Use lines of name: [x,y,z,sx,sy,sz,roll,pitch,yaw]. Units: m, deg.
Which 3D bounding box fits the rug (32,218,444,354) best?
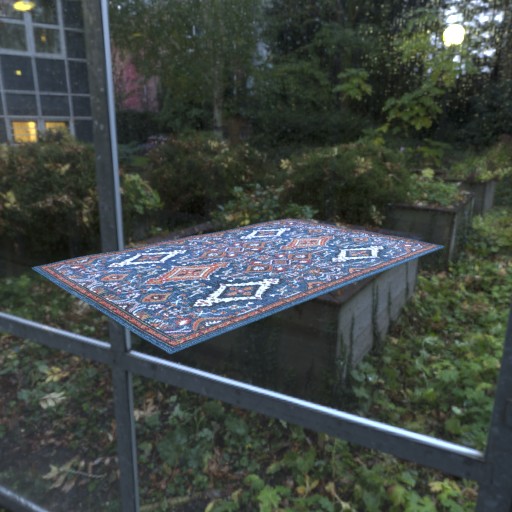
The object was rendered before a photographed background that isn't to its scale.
rug: [0.000,0.000,2.314,1.847,0.014,1.195,-14,21,-42]
